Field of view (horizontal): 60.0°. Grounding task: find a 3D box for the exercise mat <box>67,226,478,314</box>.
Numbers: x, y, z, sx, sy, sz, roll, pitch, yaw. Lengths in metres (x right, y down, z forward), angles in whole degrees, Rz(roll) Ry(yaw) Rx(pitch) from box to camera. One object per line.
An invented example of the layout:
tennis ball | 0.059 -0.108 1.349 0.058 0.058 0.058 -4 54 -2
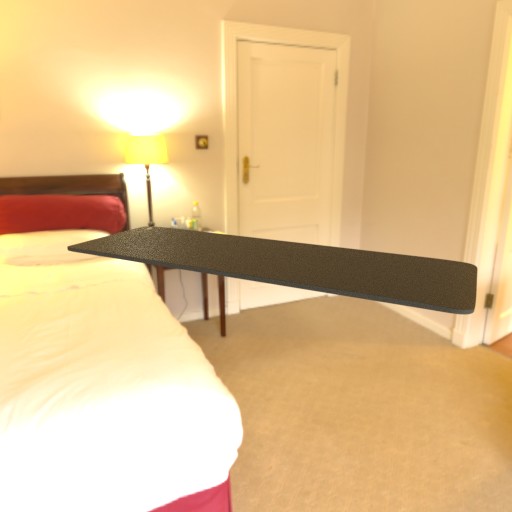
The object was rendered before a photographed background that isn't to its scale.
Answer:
exercise mat | 0.000 0.000 2.077 1.869 0.021 0.616 8 17 26
